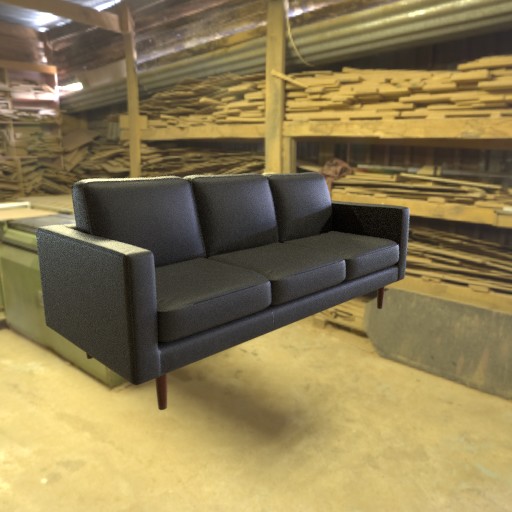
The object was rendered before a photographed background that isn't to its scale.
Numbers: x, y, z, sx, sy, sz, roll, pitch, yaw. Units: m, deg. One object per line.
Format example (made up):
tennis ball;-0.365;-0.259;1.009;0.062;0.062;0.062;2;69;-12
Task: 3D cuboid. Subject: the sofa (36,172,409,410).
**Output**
sofa;0.000;0.000;2.503;0.879;0.899;2.029;12;18;44
